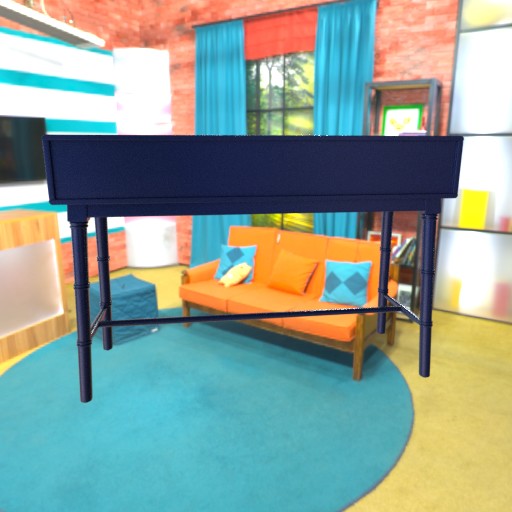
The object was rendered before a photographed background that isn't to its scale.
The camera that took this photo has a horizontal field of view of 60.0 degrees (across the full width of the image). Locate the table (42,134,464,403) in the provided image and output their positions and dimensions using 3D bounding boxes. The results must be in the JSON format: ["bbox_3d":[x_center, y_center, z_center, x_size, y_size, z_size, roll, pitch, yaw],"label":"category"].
[{"bbox_3d":[0.000,0.000,1.441,1.118,0.749,0.399,-2,14,-8],"label":"table"}]
